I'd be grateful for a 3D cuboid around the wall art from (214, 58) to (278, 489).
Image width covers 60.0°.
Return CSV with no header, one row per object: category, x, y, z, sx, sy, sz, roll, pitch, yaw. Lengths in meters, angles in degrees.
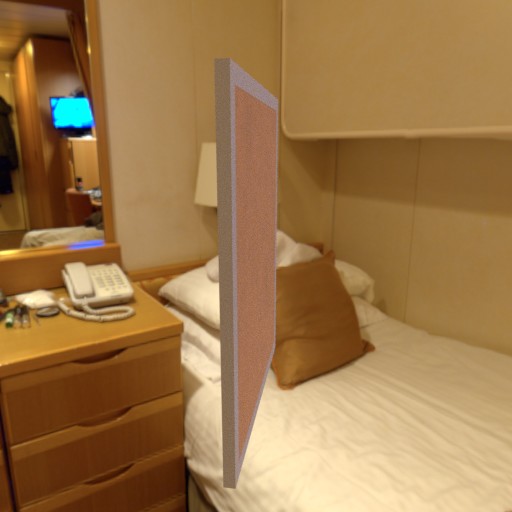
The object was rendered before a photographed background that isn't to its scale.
wall art,0.000,0.000,1.121,0.026,0.811,0.661,2,14,9
